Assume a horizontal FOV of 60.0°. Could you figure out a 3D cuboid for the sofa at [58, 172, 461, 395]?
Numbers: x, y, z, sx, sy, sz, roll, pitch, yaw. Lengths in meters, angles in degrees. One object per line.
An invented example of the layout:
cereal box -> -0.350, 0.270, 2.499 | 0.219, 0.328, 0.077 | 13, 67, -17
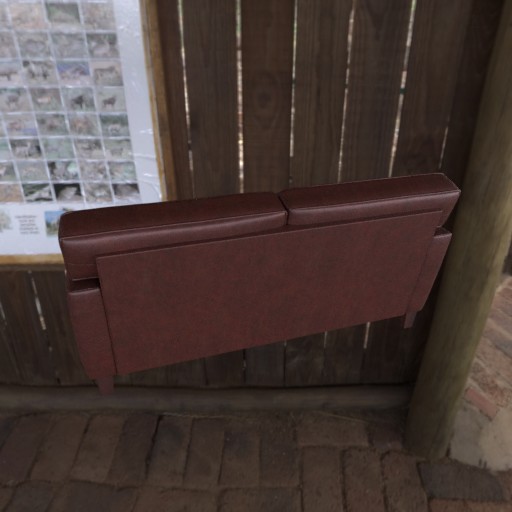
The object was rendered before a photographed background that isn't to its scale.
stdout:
sofa -> 0.000, 0.000, 2.394 | 1.876, 0.928, 0.912 | -8, 27, -17
